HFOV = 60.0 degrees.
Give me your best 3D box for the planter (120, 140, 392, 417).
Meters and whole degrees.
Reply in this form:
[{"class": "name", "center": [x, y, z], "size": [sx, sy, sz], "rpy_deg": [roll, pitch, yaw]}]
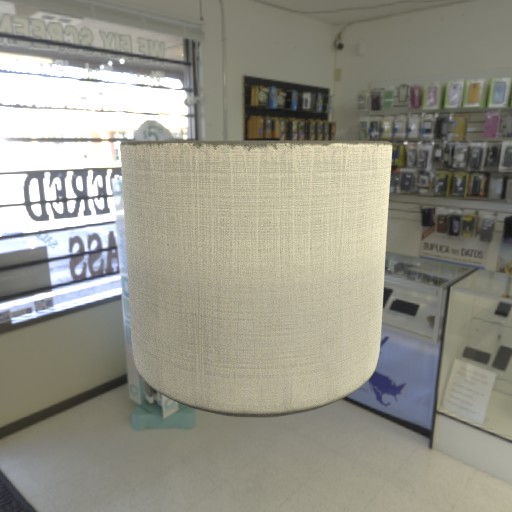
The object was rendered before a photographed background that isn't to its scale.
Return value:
[{"class": "planter", "center": [0.000, 0.000, 0.400], "size": [0.226, 0.201, 0.226], "rpy_deg": [0, 14, 0]}]
